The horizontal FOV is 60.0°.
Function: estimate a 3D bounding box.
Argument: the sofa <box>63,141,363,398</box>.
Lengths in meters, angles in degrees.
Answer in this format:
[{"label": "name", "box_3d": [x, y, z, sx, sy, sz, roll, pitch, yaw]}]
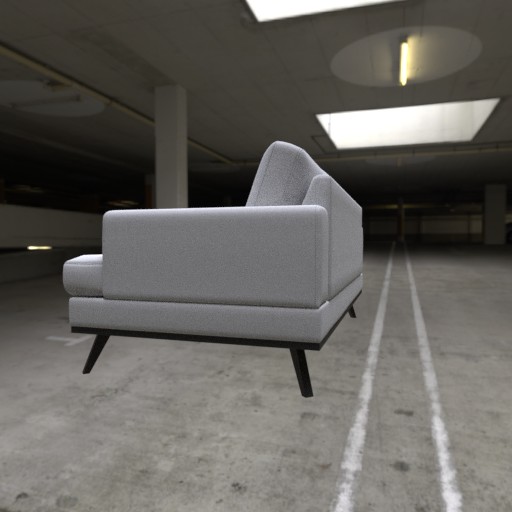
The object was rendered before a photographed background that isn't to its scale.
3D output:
[{"label": "sofa", "box_3d": [0.000, 0.000, 2.185, 0.920, 0.810, 1.650, 0, 2, 18]}]
